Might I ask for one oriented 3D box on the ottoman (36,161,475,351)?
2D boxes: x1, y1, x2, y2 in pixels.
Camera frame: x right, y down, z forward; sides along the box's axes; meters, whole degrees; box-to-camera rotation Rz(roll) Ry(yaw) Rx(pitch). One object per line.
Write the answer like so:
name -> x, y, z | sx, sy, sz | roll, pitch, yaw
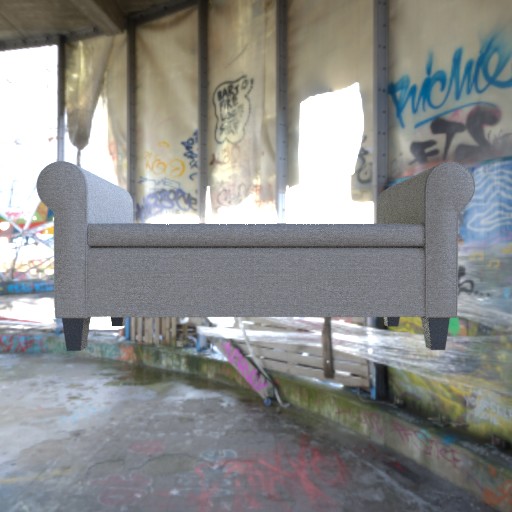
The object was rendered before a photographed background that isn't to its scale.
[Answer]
ottoman -> 0.000, 0.000, 1.518 | 1.256, 0.547, 0.521 | 0, 0, -1
